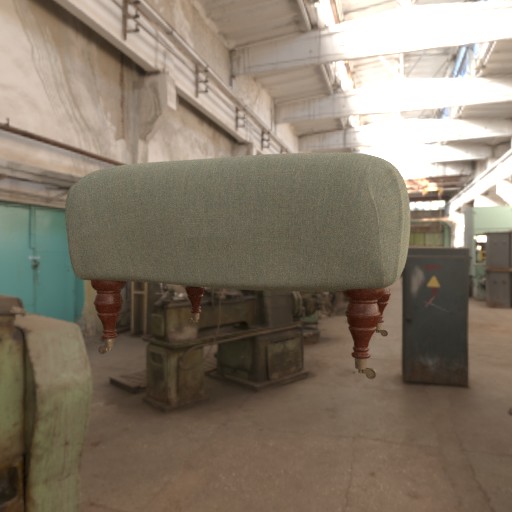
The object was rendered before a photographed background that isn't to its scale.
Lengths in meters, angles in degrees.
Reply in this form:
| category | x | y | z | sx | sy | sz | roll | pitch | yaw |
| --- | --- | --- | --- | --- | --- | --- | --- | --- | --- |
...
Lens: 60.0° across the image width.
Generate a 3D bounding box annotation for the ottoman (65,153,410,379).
| category | x | y | z | sx | sy | sz | roll | pitch | yaw |
| --- | --- | --- | --- | --- | --- | --- | --- | --- | --- |
| ottoman | 0.000 | 0.000 | 1.137 | 0.747 | 0.450 | 0.622 | 0 | 1 | 19 |
